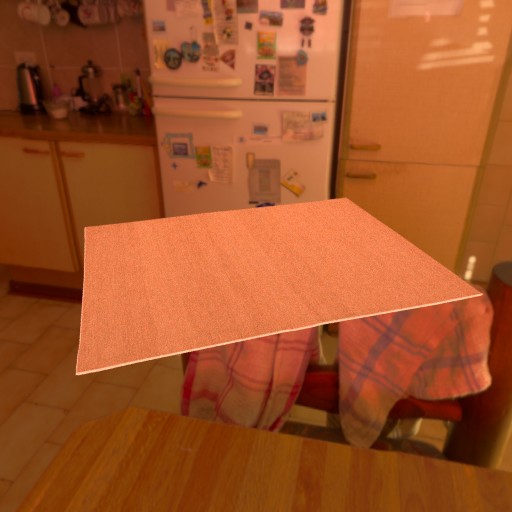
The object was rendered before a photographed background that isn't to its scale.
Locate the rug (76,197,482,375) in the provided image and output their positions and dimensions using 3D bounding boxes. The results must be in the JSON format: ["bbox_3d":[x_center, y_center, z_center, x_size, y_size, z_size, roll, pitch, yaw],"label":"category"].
[{"bbox_3d":[0.000,0.000,4.277,3.202,0.045,2.434,-8,29,-15],"label":"rug"}]
